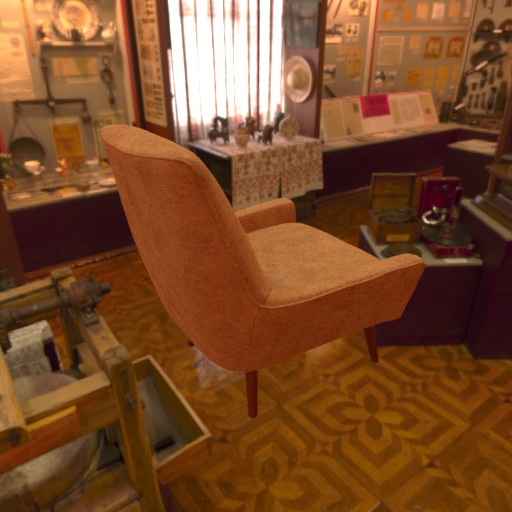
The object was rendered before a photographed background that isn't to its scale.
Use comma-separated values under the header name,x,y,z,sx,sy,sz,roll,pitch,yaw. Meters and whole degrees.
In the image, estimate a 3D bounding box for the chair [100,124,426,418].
name,x,y,z,sx,sy,sz,roll,pitch,yaw
chair,0.000,0.000,1.496,0.851,0.883,0.753,-17,31,-30
